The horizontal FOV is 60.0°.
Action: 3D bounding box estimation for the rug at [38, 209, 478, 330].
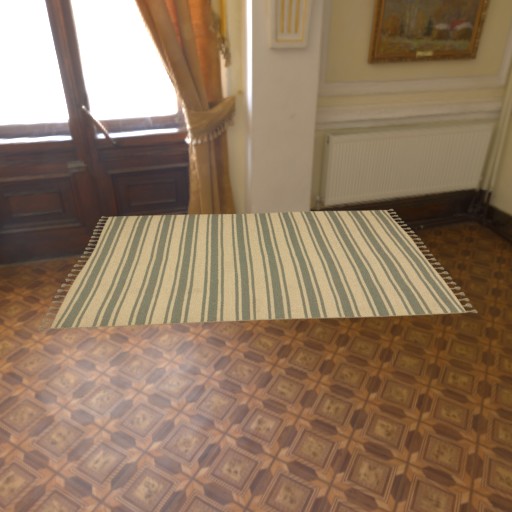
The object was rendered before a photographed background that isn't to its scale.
[{"bbox_3d":[0.000,0.000,2.595,2.084,0.009,1.222,-2,30,-3],"label":"rug"}]
